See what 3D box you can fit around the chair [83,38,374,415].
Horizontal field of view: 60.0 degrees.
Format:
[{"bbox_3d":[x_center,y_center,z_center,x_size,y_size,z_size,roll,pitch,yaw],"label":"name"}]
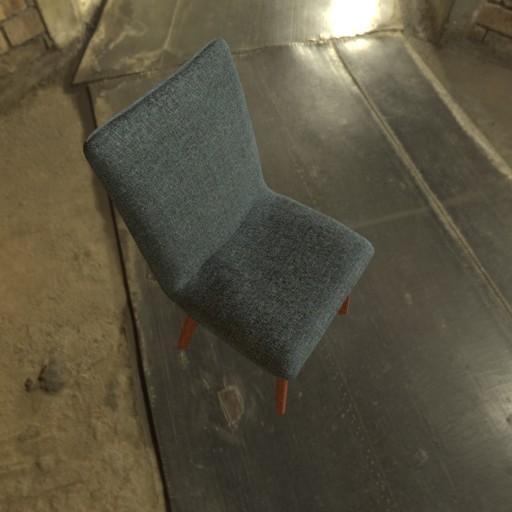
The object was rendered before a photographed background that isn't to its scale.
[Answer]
[{"bbox_3d":[0.000,0.000,1.299,0.563,0.974,0.522,30,63,17],"label":"chair"}]
